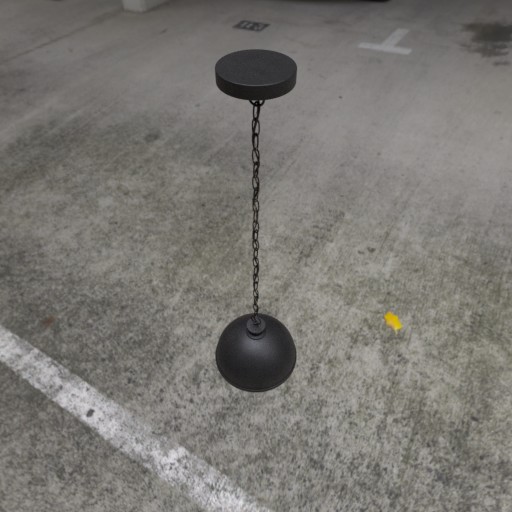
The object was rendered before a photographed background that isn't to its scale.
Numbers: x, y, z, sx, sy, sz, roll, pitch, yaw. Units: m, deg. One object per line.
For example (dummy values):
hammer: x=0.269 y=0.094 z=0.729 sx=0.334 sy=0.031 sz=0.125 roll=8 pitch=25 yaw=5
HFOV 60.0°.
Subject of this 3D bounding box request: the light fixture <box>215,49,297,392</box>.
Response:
light fixture: x=0.000 y=0.000 z=1.263 sx=0.304 sy=1.090 sz=0.304 roll=25 pitch=52 yaw=21
